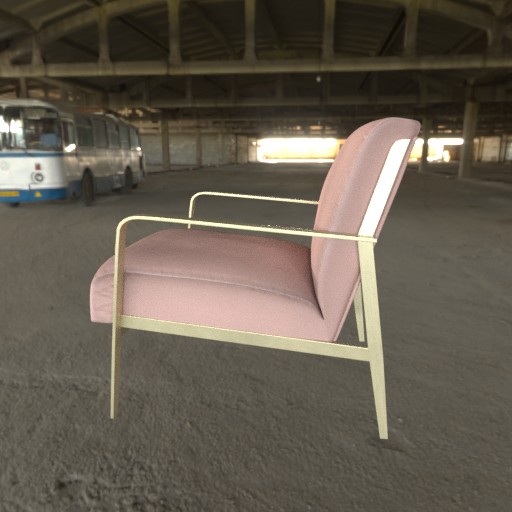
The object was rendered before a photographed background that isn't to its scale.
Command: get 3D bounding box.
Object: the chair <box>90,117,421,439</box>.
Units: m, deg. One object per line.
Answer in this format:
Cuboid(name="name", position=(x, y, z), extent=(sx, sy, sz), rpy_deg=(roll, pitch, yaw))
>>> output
Cuboid(name="chair", position=(0.000, 0.000, 1.436), extent=(0.848, 0.823, 0.701), rpy_deg=(2, 13, 8))
